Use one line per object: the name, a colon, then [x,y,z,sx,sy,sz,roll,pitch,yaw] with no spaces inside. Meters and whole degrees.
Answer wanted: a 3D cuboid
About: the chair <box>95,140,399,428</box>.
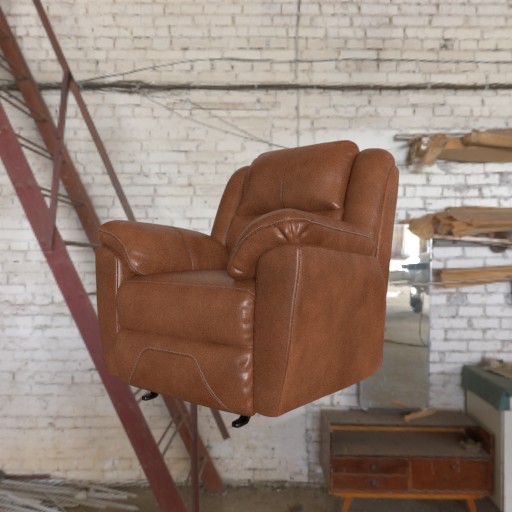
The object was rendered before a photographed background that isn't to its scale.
chair: [0.000,0.000,1.918,0.990,1.093,1.041,0,1,36]
